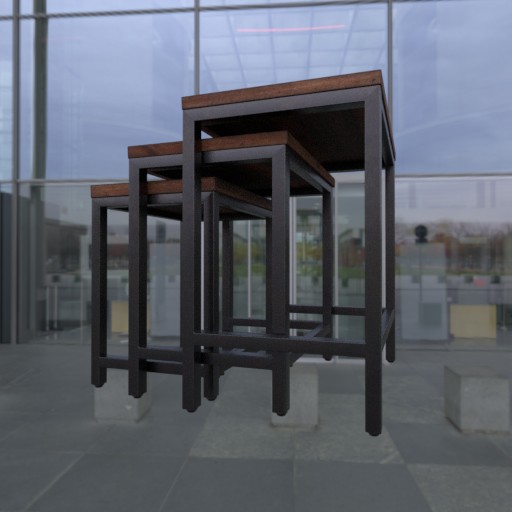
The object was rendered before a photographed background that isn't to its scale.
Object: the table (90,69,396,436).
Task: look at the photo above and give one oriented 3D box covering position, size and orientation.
[{"bbox_3d":[0.000,0.000,1.132,0.660,0.616,0.608,0,-1,20],"label":"table"}]
